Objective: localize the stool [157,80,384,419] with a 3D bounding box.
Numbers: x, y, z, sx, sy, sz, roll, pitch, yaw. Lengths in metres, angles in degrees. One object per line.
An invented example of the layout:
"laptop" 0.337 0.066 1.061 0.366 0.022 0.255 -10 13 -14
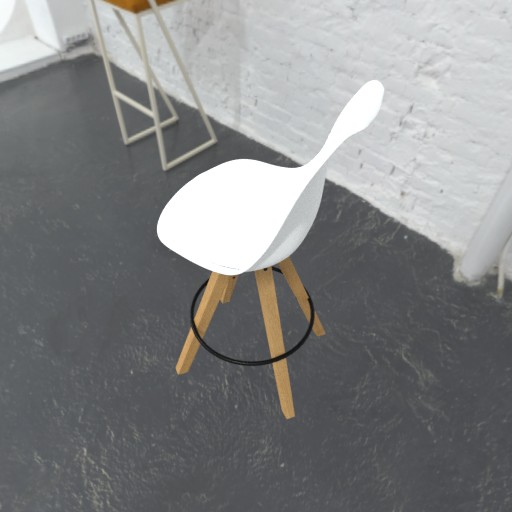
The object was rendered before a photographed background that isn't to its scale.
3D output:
"stool" 0.000 0.000 1.376 0.549 1.115 0.482 17 49 16
